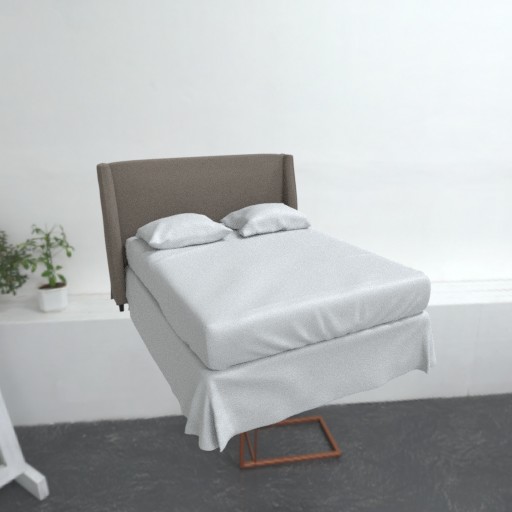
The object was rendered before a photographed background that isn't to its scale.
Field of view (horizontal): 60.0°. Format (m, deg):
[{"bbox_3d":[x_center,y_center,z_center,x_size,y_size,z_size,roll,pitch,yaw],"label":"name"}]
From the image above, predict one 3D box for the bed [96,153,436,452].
[{"bbox_3d":[0.000,0.000,3.461,1.925,1.332,2.276,-9,21,-26],"label":"bed"}]
